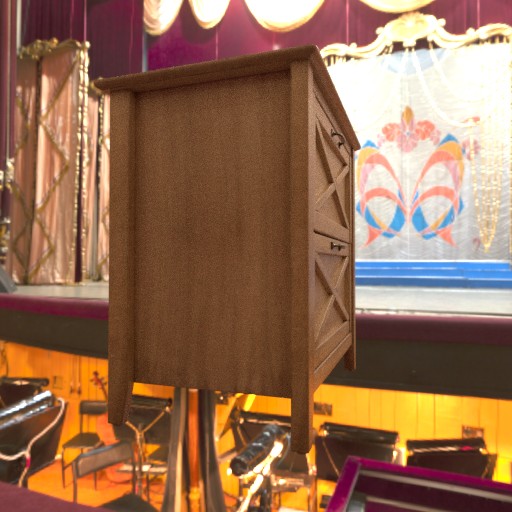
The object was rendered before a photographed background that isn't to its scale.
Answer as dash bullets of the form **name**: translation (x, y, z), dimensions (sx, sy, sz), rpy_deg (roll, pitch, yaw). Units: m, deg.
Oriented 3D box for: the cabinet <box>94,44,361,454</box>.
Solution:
- **cabinet**: translation (0.000, 0.000, 1.244), dimensions (0.503, 0.762, 0.763), rpy_deg (0, -1, 19)
